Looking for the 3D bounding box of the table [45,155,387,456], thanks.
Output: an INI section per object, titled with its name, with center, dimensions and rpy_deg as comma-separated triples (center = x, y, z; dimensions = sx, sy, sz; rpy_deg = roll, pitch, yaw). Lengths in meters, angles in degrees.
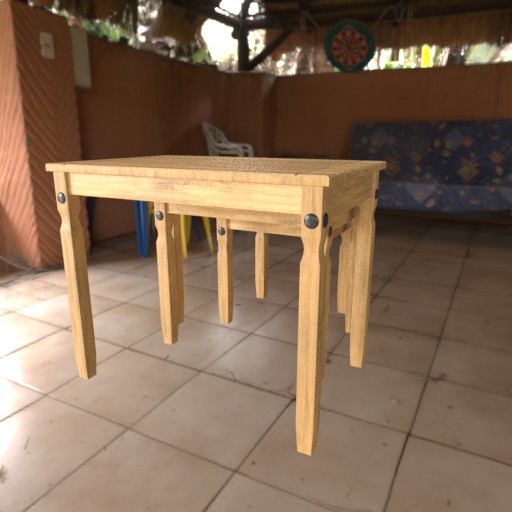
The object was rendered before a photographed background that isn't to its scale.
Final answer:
[table]
center = 0.000, 0.000, 1.245
dimensions = 0.660, 0.535, 0.773
rpy_deg = 8, 17, 26
